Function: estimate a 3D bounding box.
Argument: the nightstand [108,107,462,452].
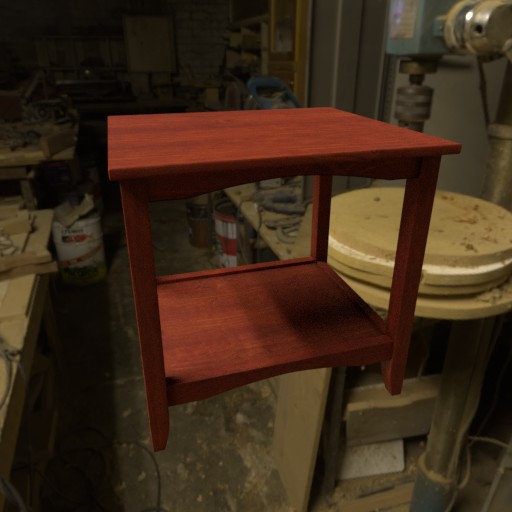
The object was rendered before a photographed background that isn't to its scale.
[{"bbox_3d":[0.000,0.000,0.991,0.558,0.558,0.501,-7,26,-15],"label":"nightstand"}]
